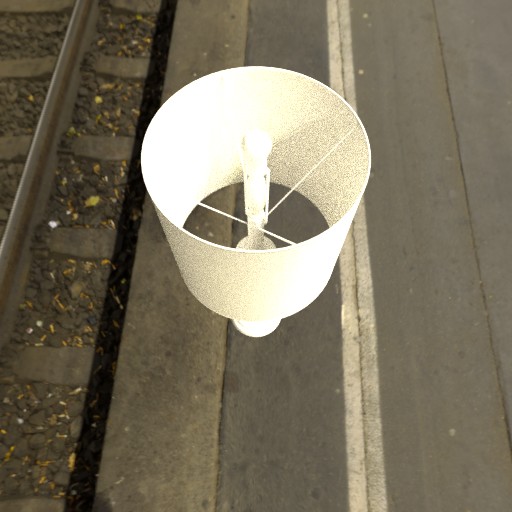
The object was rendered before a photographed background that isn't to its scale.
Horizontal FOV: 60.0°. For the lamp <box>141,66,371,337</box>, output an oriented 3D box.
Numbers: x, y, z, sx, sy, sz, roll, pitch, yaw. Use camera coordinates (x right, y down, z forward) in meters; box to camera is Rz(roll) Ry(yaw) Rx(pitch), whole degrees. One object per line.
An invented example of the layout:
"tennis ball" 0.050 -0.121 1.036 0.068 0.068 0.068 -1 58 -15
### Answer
"lamp" 0.000 0.000 0.736 0.250 0.597 0.250 -17 66 -8
